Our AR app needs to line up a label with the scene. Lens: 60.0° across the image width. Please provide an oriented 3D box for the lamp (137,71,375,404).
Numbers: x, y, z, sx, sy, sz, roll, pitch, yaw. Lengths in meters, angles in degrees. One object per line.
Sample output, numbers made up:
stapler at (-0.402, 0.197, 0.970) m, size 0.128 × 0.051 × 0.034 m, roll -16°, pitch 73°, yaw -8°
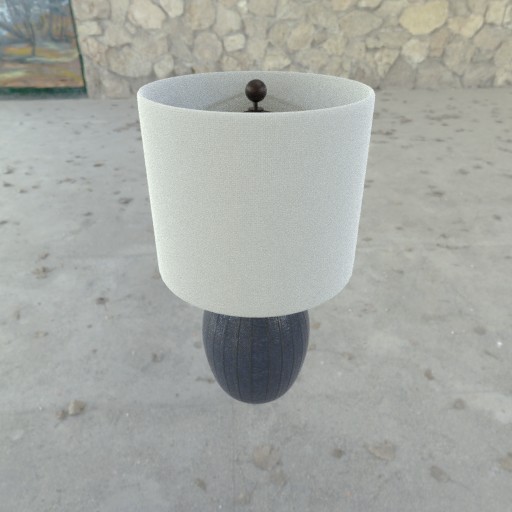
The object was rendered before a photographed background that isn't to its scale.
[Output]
lamp at (0.000, 0.000, 0.762) m, size 0.329 × 0.570 × 0.329 m, roll -1°, pitch 30°, yaw -2°
